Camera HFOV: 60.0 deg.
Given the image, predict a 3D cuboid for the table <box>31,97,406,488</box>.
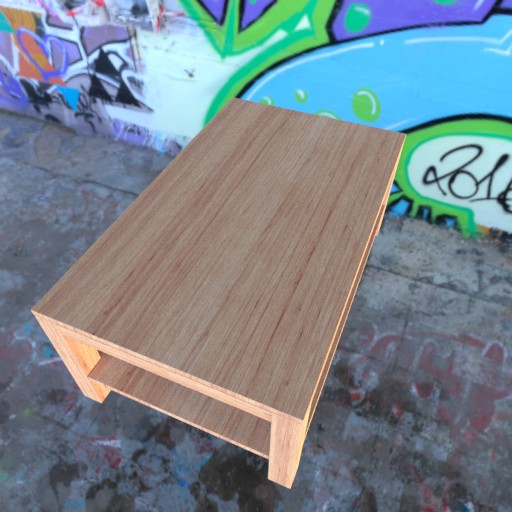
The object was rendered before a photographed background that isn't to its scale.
[{"bbox_3d":[0.000,0.000,1.503,0.695,0.457,1.146,17,49,16],"label":"table"}]
